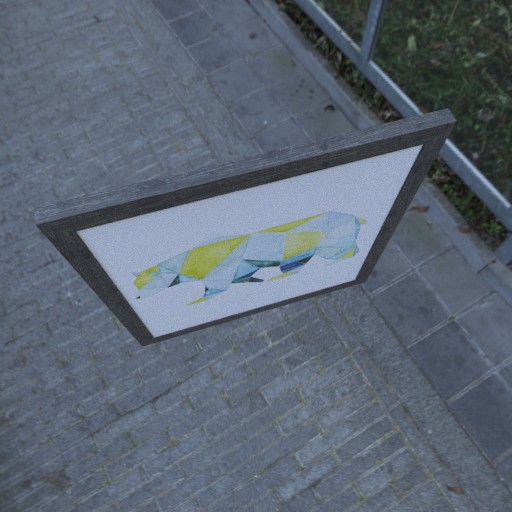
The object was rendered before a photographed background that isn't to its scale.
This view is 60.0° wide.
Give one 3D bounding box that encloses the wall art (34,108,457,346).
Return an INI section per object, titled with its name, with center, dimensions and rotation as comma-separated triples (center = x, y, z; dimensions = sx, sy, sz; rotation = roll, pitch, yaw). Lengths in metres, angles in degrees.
[wall art]
center = 0.000, 0.000, 0.677
dimensions = 0.462, 0.459, 0.027
rotation = -15, 65, -7
